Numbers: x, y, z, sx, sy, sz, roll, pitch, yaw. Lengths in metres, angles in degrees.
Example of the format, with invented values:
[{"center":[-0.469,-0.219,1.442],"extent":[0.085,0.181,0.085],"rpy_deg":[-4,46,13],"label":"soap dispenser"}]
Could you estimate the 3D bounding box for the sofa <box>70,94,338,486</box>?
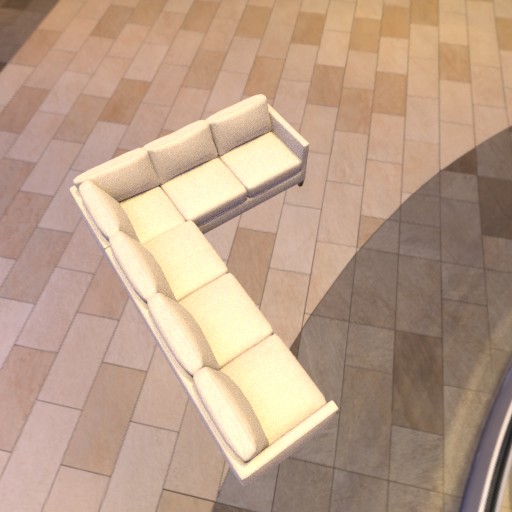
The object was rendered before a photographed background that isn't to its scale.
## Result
[{"center":[0.000,0.000,4.454],"extent":[2.522,0.934,3.333],"rpy_deg":[-30,63,-17],"label":"sofa"}]
